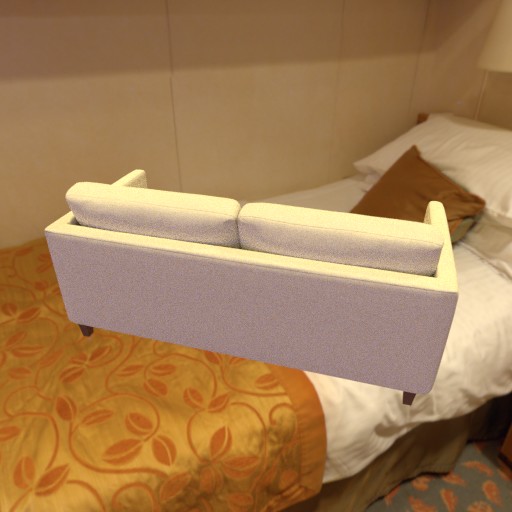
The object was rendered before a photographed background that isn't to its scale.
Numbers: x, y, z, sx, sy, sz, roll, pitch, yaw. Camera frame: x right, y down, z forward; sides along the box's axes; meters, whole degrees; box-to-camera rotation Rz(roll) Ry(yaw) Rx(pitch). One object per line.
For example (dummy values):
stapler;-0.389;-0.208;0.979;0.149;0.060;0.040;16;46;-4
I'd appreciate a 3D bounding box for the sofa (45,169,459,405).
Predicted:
sofa;0.000;0.000;2.506;1.981;0.889;0.965;8;32;14
